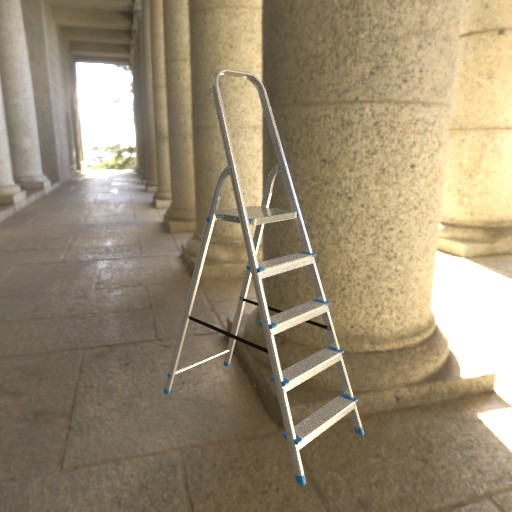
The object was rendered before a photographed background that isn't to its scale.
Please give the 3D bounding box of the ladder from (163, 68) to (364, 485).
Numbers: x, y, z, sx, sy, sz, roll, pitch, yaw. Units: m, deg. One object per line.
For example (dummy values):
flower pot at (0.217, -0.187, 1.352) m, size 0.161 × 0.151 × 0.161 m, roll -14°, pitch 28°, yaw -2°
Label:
ladder at (0.000, 0.000, 2.075) m, size 0.990 × 1.648 × 0.468 m, roll 14°, pitch 19°, yaw 43°
